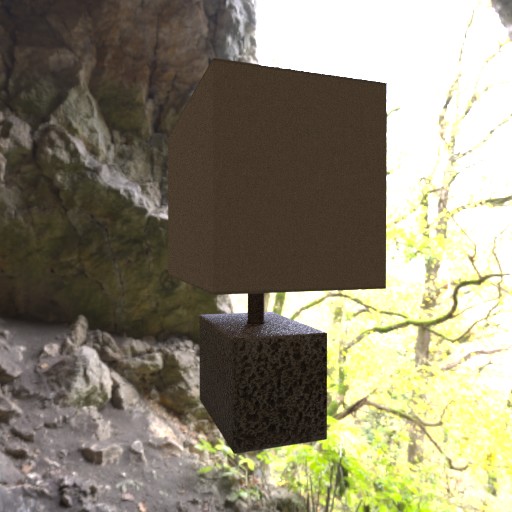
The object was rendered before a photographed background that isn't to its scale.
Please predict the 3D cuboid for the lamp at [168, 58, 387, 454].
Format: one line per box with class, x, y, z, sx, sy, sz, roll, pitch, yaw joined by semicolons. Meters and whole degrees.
lamp;0.000;0.000;0.560;0.180;0.411;0.294;0;1;-19
